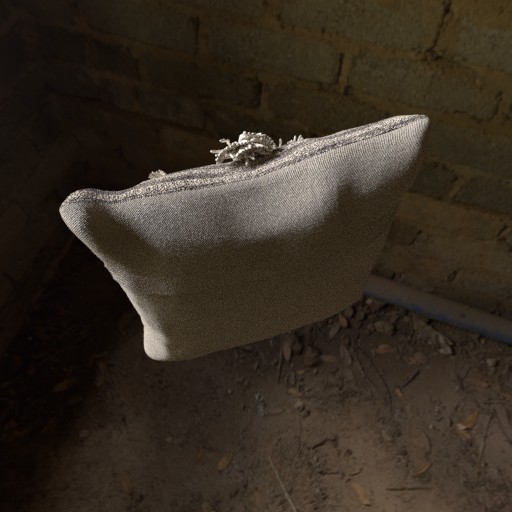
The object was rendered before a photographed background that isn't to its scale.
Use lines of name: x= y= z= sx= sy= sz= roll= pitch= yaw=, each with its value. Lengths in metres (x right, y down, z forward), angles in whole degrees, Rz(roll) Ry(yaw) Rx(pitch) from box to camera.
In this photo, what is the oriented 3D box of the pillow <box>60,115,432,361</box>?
pillow: x=0.000 y=0.000 z=0.754 sx=0.484 sy=0.490 sz=0.234 roll=-15 pitch=60 yaw=-9
